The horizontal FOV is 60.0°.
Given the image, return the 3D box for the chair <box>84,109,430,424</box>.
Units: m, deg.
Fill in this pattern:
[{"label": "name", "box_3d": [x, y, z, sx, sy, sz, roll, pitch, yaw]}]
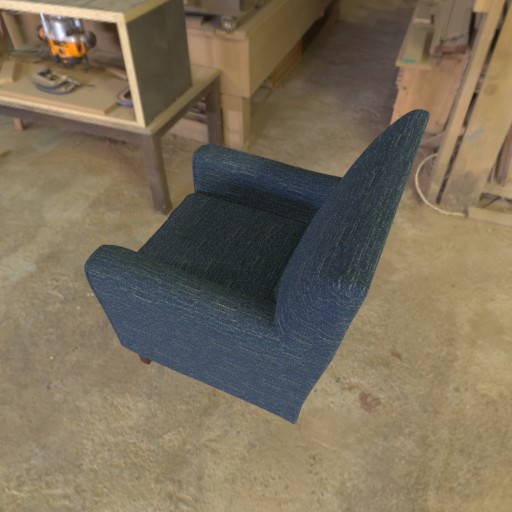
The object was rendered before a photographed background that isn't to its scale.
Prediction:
[{"label": "chair", "box_3d": [0.000, 0.000, 1.623, 0.873, 0.928, 0.864, 18, 48, 17]}]
